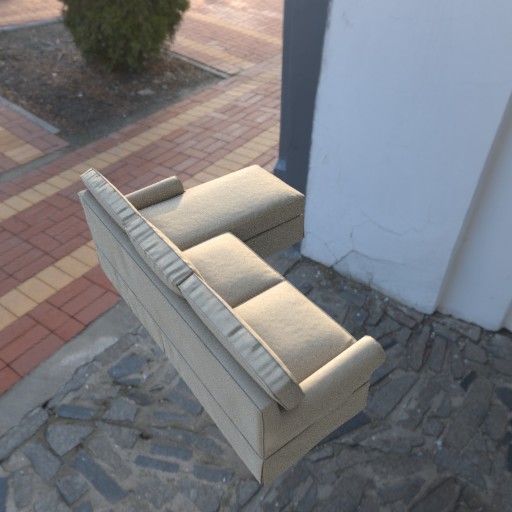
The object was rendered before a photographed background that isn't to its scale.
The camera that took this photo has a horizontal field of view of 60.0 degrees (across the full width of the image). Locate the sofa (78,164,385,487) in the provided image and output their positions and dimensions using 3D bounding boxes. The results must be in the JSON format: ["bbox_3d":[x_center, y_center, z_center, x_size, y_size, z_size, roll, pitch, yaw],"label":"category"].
[{"bbox_3d":[0.000,0.000,3.339,1.733,0.978,2.475,-26,47,-27],"label":"sofa"}]
